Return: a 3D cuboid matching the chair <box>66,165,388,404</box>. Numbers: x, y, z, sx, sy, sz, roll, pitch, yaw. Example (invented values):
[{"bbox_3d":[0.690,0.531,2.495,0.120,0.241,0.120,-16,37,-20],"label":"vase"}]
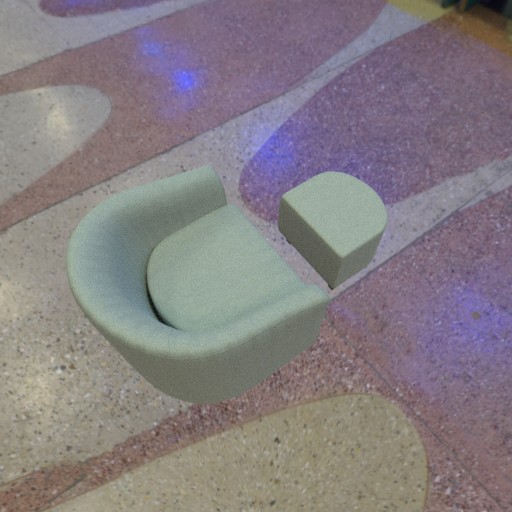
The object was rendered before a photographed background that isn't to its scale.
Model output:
[{"bbox_3d":[0.000,0.000,1.780,1.288,0.757,0.756,-31,63,-18],"label":"chair"}]
